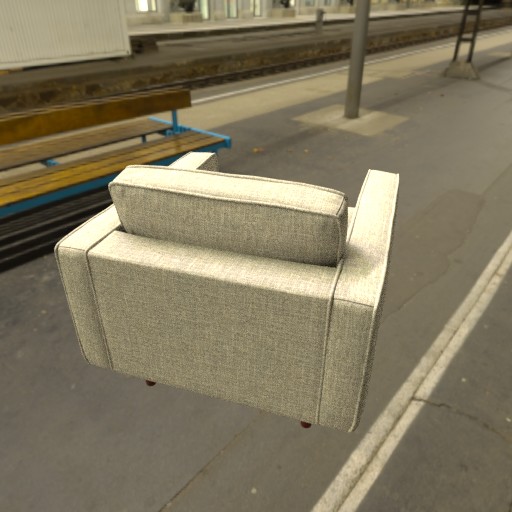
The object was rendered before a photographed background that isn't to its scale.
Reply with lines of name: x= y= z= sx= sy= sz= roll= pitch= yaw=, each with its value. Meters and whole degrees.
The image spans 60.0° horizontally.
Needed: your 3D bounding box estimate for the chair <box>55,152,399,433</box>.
chair: x=0.000 y=0.000 z=1.547 sx=0.889 sy=0.765 sz=0.914 roll=10 pitch=32 yaw=16
